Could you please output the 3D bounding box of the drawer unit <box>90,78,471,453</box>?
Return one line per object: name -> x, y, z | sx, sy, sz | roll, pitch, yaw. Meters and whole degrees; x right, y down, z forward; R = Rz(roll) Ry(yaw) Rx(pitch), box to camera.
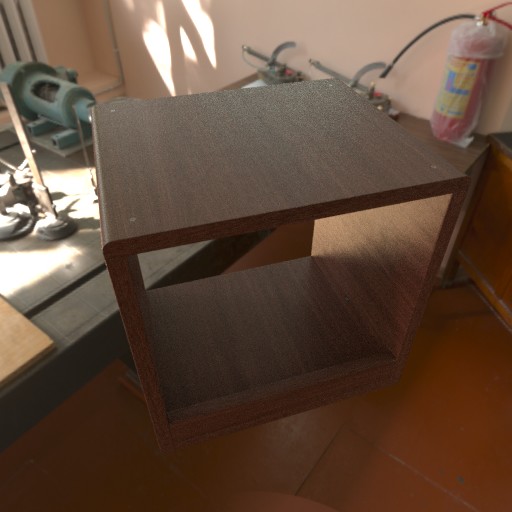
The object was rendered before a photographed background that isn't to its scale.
drawer unit -> 0.000, 0.000, 0.607 | 0.349, 0.351, 0.290 | -12, 42, -13
